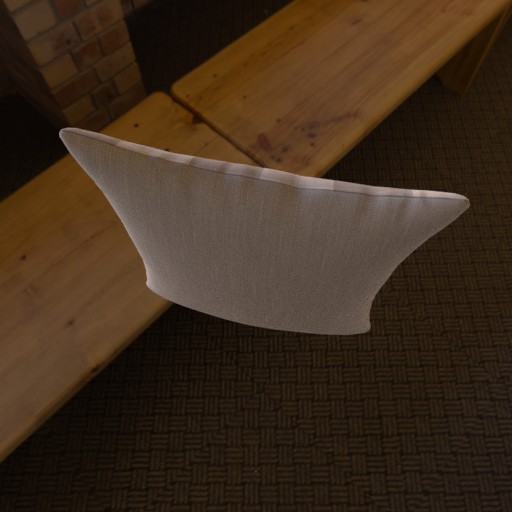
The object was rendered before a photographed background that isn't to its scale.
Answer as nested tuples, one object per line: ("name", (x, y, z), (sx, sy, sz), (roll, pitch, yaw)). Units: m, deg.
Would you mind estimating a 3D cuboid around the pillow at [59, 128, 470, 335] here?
("pillow", (0.000, 0.000, 0.765), (0.511, 0.509, 0.161), (11, 65, 5))
